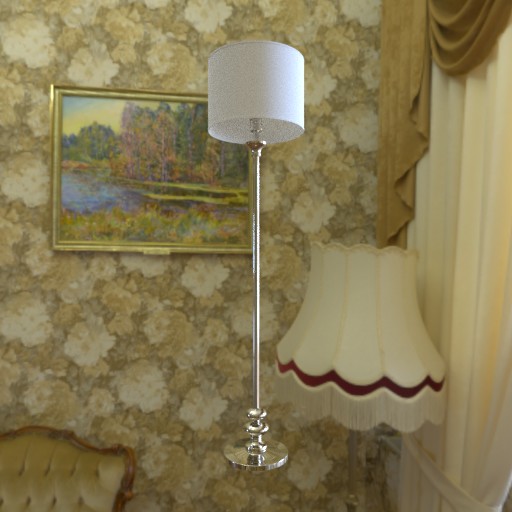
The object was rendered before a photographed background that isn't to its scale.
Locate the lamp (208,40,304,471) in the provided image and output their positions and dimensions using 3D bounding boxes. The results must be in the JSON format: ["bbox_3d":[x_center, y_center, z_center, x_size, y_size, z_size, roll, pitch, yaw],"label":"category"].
[{"bbox_3d":[0.000,0.000,1.652,0.356,1.487,0.356,0,0,36],"label":"lamp"}]
